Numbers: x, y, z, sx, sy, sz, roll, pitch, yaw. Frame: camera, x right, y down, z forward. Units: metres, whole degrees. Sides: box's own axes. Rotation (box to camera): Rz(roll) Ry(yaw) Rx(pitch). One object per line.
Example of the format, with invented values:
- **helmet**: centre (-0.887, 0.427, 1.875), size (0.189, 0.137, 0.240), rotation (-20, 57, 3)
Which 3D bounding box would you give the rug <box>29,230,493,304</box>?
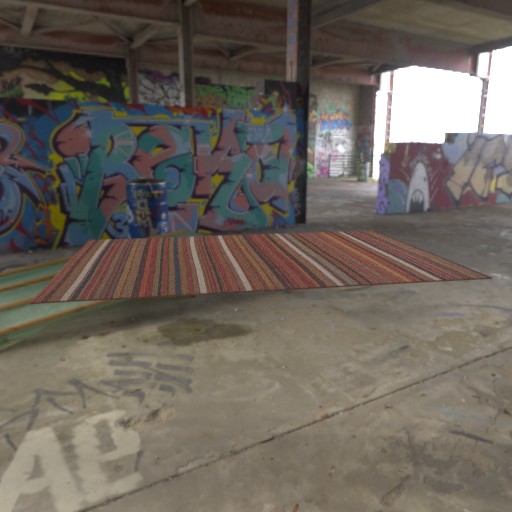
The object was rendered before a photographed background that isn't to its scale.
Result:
- **rug**: centre (0.000, 0.000, 3.015), size (2.438, 0.008, 1.523), rotation (-2, 14, -10)
